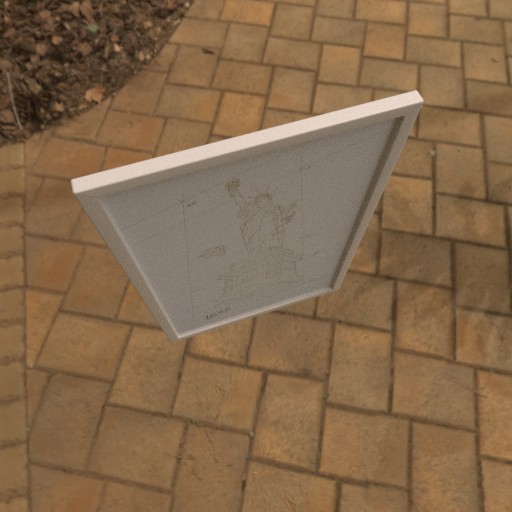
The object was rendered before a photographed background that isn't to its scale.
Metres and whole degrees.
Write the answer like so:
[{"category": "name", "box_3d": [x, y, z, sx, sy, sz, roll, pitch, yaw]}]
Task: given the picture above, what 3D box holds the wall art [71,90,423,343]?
[{"category": "wall art", "box_3d": [0.000, 0.000, 1.036, 0.556, 0.813, 0.026, -17, 65, -8]}]
